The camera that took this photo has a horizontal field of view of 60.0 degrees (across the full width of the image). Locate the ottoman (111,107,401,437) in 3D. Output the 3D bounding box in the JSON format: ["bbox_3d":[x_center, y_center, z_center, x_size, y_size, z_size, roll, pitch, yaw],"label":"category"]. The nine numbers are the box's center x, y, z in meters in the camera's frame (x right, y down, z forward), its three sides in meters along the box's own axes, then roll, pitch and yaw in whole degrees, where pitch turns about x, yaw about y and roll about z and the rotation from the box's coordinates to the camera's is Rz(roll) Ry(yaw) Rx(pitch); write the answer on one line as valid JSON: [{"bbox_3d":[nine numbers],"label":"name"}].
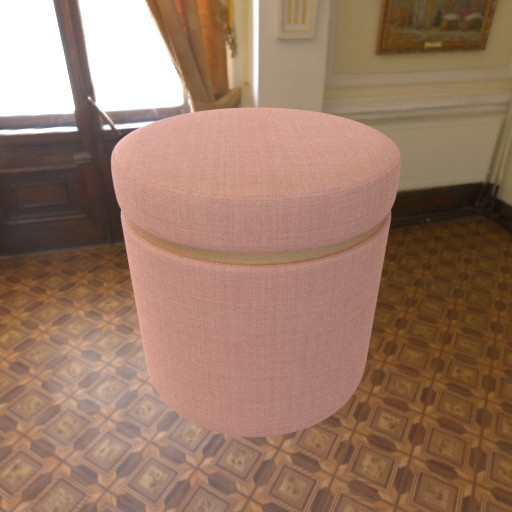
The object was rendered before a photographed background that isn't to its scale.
[{"bbox_3d":[0.000,0.000,0.721,0.400,0.406,0.400,0,31,0],"label":"ottoman"}]
